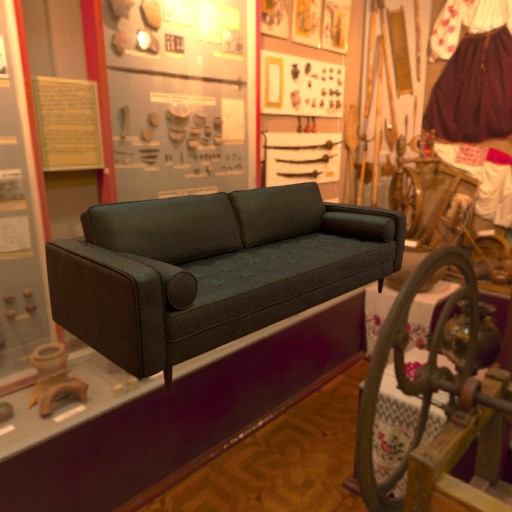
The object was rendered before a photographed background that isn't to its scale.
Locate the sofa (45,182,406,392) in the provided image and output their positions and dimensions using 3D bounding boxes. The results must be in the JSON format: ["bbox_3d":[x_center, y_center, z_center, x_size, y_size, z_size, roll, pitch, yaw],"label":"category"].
[{"bbox_3d":[0.000,0.000,2.731,0.914,0.762,2.210,14,20,43],"label":"sofa"}]
